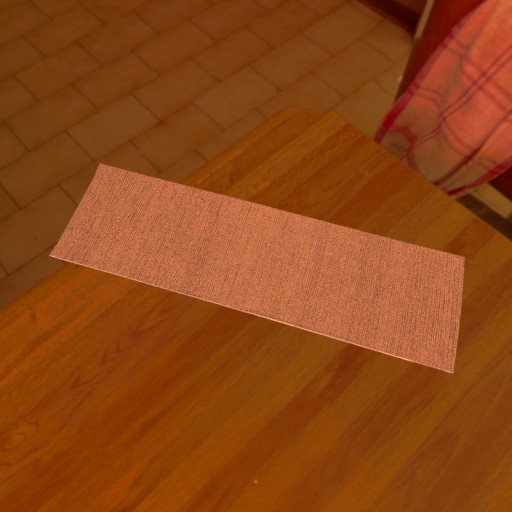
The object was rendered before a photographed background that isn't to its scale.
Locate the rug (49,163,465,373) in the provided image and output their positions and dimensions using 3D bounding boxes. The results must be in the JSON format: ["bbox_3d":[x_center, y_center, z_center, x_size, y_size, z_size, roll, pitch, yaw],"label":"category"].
[{"bbox_3d":[0.000,0.000,2.556,2.320,0.032,0.692,15,64,8],"label":"rug"}]
